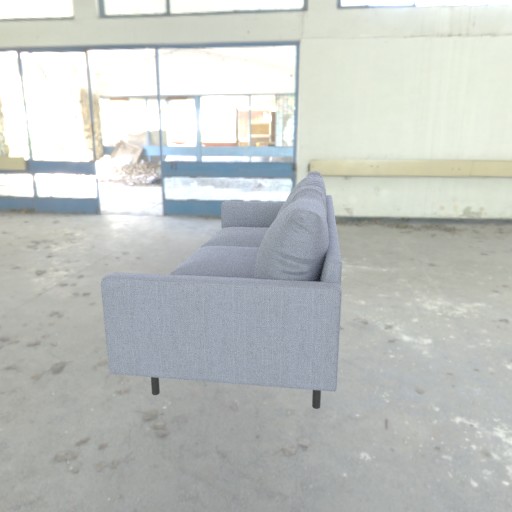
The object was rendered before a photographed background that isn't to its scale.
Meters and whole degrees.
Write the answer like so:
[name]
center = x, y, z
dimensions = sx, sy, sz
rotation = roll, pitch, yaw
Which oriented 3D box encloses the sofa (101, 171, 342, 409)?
[sofa]
center = 0.000, 0.000, 2.471
dimensions = 0.850, 0.830, 2.000
rotation = 2, 15, 8
